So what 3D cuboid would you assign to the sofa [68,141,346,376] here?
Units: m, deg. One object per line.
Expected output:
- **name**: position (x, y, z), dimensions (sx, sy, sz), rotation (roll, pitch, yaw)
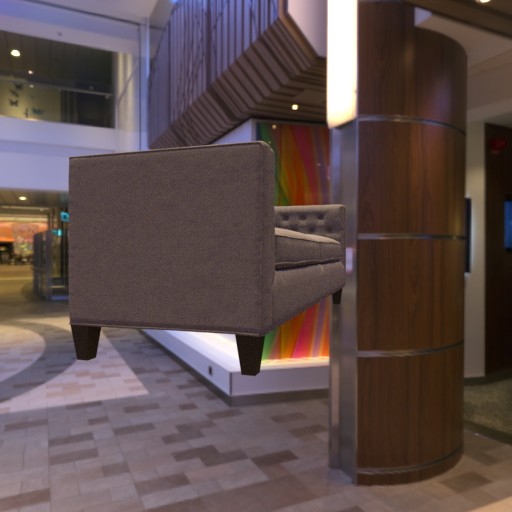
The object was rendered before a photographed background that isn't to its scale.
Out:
- **sofa**: position (0.000, 0.000, 2.546), dimensions (0.775, 0.762, 2.159), rotation (0, 1, 18)
